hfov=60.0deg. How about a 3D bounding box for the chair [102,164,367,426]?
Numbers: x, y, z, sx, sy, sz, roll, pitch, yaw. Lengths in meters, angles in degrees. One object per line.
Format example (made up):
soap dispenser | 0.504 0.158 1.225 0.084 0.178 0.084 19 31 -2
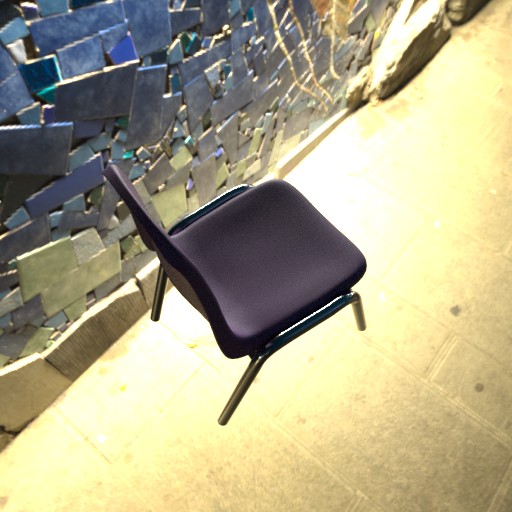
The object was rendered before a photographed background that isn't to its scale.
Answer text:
chair | 0.000 0.000 0.852 0.419 0.584 0.356 -31 62 -19
